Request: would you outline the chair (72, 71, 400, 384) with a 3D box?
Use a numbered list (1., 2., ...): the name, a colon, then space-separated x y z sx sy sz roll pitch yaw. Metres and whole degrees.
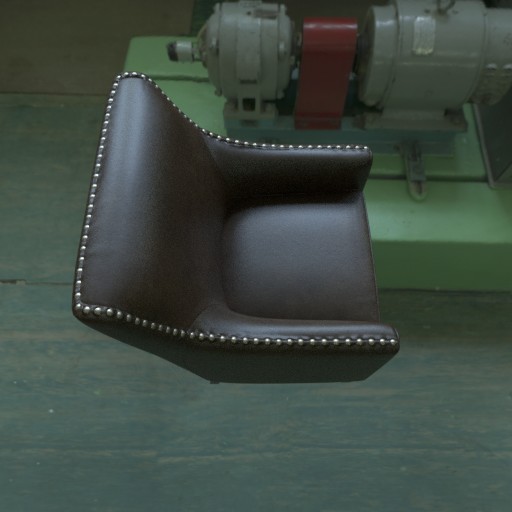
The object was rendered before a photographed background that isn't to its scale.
1. chair: 0.000 0.000 1.286 0.704 0.813 0.639 0 64 0
